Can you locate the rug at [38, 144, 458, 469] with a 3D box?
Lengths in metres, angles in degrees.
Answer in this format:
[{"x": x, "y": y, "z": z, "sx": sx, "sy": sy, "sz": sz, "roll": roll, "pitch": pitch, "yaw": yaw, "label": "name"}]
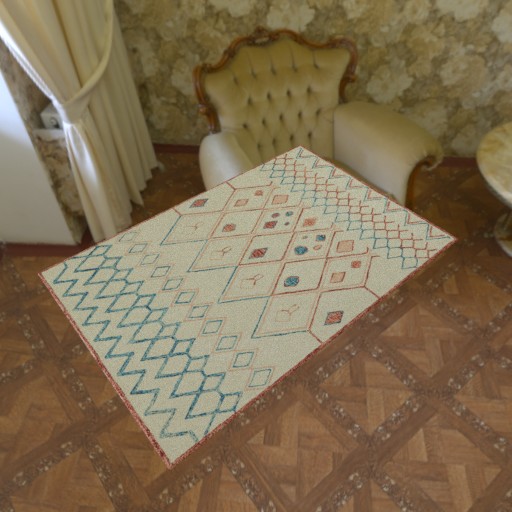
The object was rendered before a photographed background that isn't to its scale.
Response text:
[{"x": 0.000, "y": 0.000, "z": 2.304, "sx": 1.829, "sy": 0.016, "sz": 1.219, "roll": -31, "pitch": 54, "yaw": -27, "label": "rug"}]
